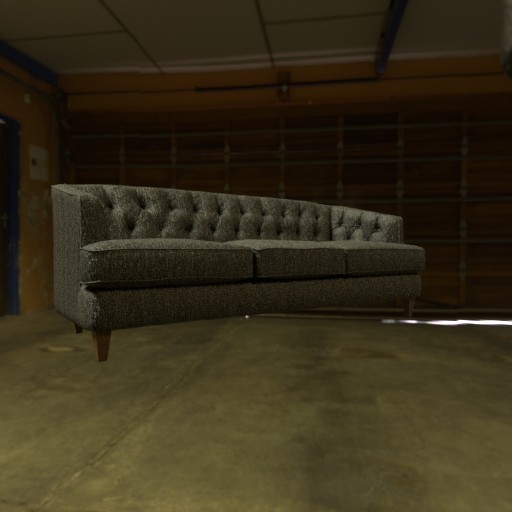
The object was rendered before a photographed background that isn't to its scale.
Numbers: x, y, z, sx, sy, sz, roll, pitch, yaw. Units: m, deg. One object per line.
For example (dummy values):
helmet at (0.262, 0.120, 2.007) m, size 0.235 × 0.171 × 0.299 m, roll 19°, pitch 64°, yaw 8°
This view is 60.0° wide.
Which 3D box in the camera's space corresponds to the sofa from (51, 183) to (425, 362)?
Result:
sofa at (0.000, 0.000, 2.758) m, size 2.278 × 0.855 × 0.941 m, roll -1°, pitch 1°, yaw -36°
